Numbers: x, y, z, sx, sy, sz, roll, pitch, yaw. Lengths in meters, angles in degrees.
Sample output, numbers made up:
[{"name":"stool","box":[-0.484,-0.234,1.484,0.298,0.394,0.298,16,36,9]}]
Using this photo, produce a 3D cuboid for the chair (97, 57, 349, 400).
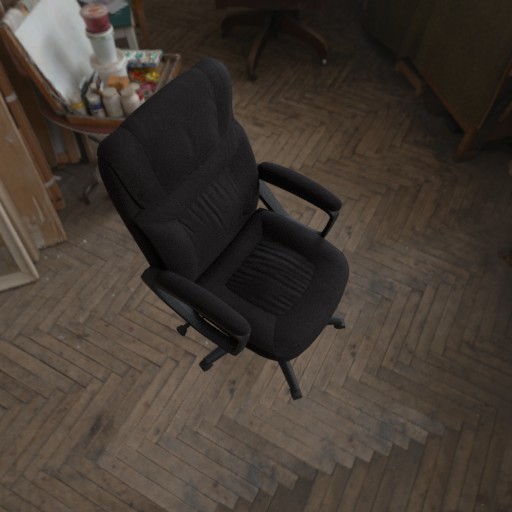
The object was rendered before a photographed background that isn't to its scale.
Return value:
[{"name":"chair","box":[0.000,0.000,1.576,0.724,1.105,0.667,30,63,17]}]
